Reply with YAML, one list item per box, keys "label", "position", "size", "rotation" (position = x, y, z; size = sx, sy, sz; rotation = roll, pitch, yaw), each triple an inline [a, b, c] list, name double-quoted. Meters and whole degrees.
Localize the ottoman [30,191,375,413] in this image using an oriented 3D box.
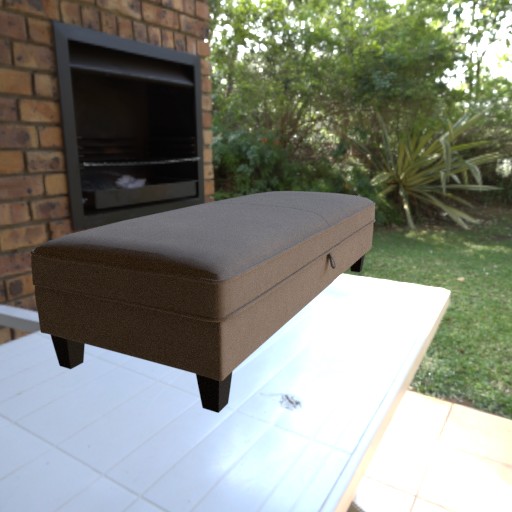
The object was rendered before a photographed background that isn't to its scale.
- label: "ottoman"
  position: [0.000, 0.000, 1.967]
  size: [0.735, 0.460, 1.726]
  rotation: [7, 16, 26]
